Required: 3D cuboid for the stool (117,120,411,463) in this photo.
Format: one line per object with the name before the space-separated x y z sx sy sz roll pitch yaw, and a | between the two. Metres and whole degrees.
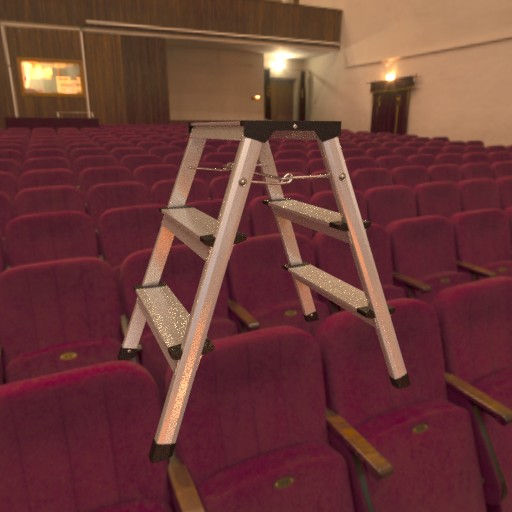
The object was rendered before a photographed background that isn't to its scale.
stool | 0.000 0.000 1.042 0.622 0.605 0.437 -7 18 -24
